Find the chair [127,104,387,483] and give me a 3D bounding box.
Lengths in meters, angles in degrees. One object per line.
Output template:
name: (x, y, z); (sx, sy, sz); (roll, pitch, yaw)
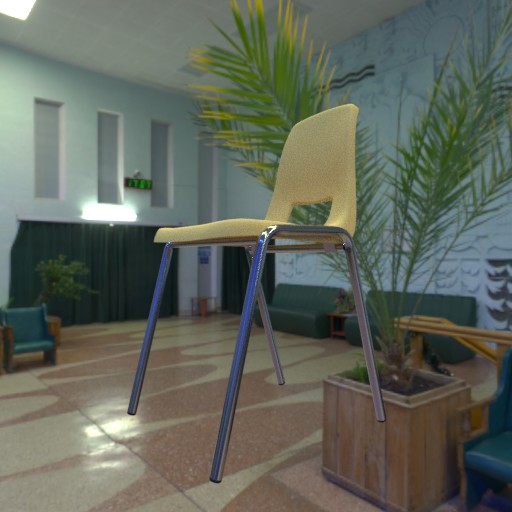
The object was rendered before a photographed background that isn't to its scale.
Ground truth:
chair: (0.000, 0.000, 0.956); (0.436, 0.704, 0.381); (0, 0, -36)
